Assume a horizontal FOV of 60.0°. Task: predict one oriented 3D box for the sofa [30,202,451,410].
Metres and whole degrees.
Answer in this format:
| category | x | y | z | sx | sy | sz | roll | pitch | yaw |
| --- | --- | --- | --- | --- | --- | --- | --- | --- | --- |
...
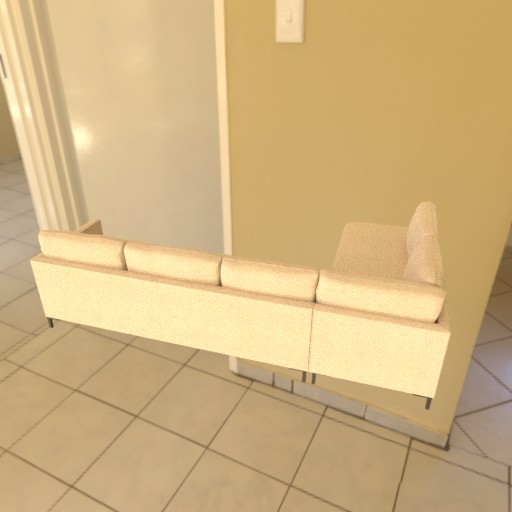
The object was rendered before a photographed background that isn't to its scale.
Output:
| category | x | y | z | sx | sy | sz | roll | pitch | yaw |
| --- | --- | --- | --- | --- | --- | --- | --- | --- | --- |
| sofa | 0.000 | 0.000 | 4.286 | 3.384 | 0.996 | 2.048 | 8 | 30 | 15 |
